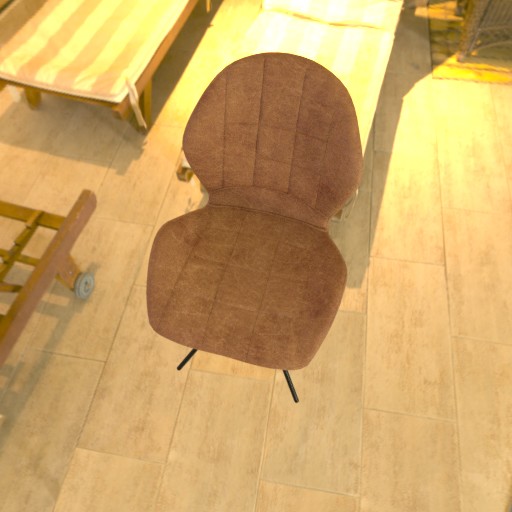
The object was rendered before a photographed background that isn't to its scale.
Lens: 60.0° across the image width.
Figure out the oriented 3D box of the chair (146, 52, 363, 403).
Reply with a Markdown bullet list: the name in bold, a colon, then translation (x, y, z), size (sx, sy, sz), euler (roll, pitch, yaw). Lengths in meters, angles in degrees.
- **chair**: translation (0.000, 0.000, 1.312), size (0.527, 0.929, 0.640), euler (13, 59, 8)
